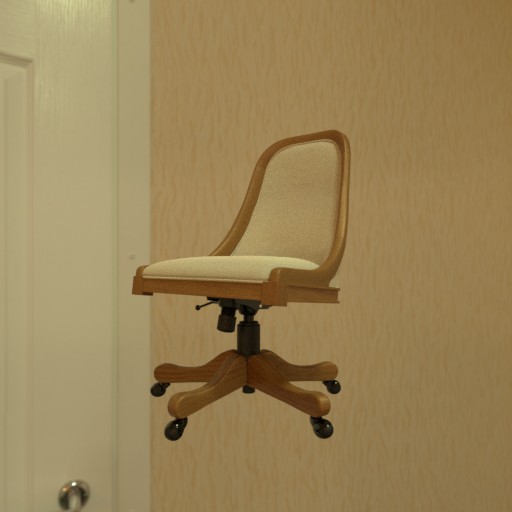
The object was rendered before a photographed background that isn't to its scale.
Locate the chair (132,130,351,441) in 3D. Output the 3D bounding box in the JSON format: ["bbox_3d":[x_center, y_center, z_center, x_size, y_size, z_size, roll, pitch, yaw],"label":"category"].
[{"bbox_3d":[0.000,0.000,1.520,0.702,1.009,0.811,0,0,37],"label":"chair"}]
